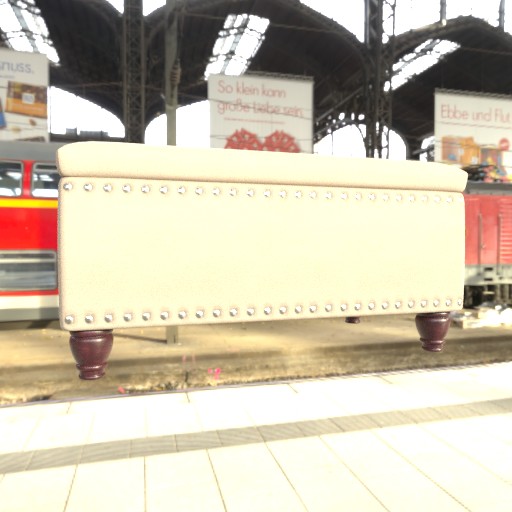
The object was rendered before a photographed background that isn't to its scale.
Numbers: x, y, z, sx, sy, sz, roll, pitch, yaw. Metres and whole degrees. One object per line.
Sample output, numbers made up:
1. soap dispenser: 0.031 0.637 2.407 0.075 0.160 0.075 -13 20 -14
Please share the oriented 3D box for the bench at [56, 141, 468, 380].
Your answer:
1. bench: 0.000 0.000 1.144 0.887 0.449 0.500 0 2 -17
